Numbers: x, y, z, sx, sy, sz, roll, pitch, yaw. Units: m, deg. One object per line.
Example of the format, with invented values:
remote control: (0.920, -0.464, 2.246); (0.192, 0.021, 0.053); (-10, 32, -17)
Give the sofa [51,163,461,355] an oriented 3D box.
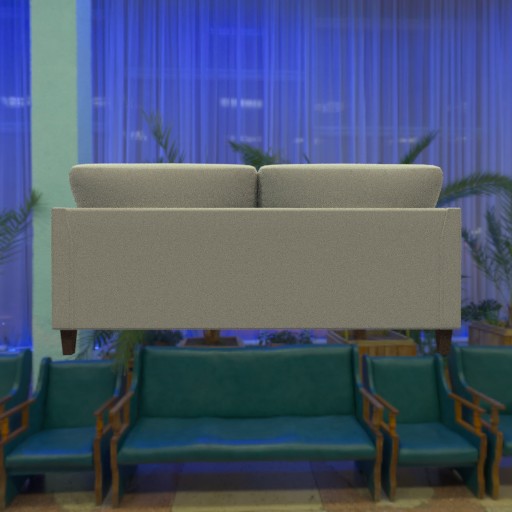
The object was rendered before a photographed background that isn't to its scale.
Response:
sofa: (0.000, 0.000, 2.340); (1.776, 0.836, 0.970); (0, 0, 0)
